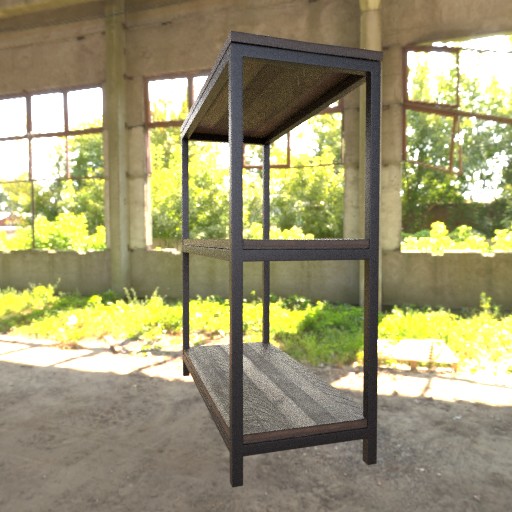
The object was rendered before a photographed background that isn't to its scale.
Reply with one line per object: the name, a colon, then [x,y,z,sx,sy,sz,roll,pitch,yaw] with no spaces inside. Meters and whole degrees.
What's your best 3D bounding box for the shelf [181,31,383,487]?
shelf: [0.000,0.000,1.360,0.352,0.947,0.822,-1,2,-17]
